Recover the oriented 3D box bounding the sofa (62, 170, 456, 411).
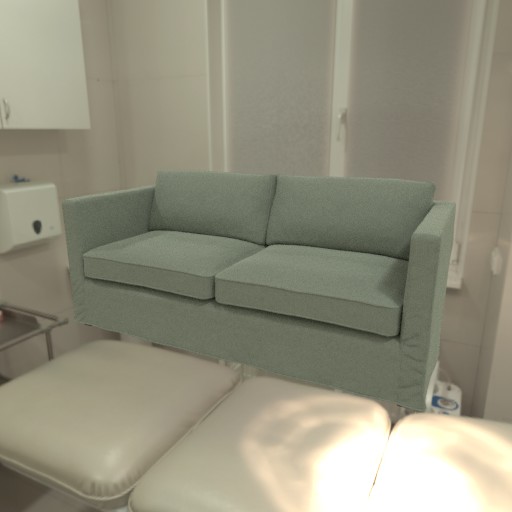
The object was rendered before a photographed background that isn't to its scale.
[{"bbox_3d":[0.000,0.000,2.482,1.987,0.870,0.940,8,18,26],"label":"sofa"}]
